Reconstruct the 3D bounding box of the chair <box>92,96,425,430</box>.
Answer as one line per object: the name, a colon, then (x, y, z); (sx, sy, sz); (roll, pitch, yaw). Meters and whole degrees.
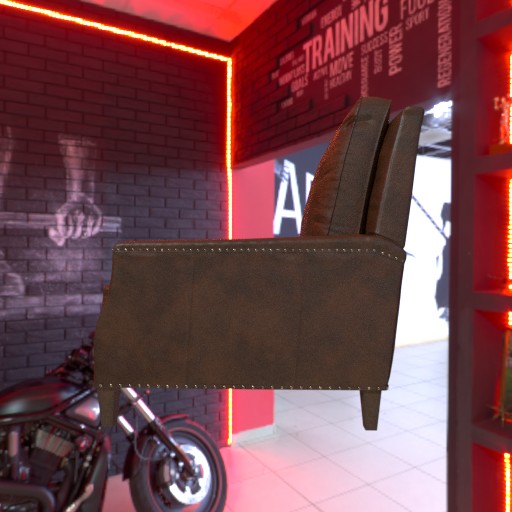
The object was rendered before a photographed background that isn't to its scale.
chair: (0.000, 0.000, 1.753); (1.035, 1.054, 0.854); (0, 1, 2)
